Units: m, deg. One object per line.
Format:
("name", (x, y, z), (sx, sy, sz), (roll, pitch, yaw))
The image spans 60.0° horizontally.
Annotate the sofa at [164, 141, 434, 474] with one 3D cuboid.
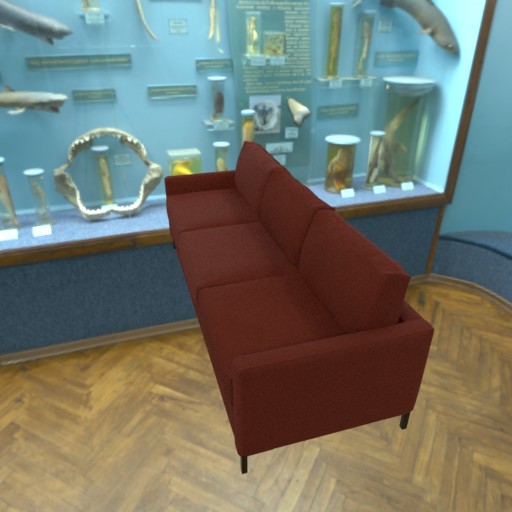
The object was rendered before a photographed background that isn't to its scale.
("sofa", (0.000, 0.000, 2.719), (0.875, 0.879, 2.252), (-8, 30, -15))
